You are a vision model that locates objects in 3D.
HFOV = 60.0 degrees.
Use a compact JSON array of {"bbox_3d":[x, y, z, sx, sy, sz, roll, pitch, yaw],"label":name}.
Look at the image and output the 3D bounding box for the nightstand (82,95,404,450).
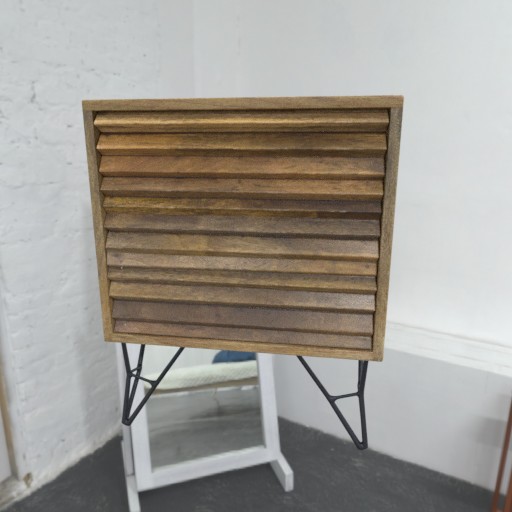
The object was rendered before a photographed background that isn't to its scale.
[{"bbox_3d":[0.000,0.000,0.877,0.457,0.559,0.406,2,15,9],"label":"nightstand"}]
